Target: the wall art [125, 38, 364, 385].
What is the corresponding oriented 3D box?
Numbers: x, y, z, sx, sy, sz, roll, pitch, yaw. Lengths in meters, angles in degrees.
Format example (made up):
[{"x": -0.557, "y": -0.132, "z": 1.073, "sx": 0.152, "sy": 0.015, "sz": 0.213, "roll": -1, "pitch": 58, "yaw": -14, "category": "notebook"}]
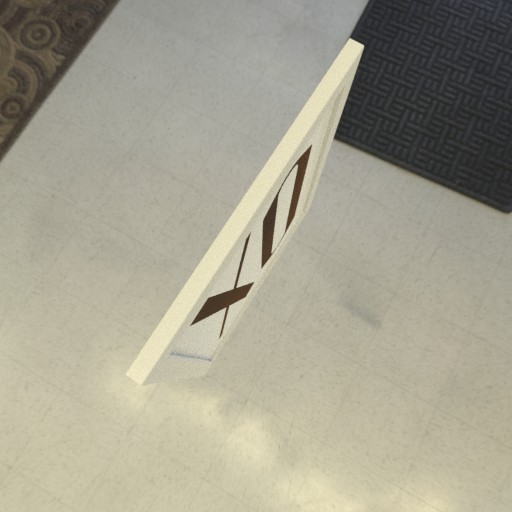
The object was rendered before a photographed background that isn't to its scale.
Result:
[{"x": 0.000, "y": 0.000, "z": 0.727, "sx": 0.020, "sy": 0.536, "sz": 0.444, "roll": 31, "pitch": 78, "yaw": 7, "category": "wall art"}]
